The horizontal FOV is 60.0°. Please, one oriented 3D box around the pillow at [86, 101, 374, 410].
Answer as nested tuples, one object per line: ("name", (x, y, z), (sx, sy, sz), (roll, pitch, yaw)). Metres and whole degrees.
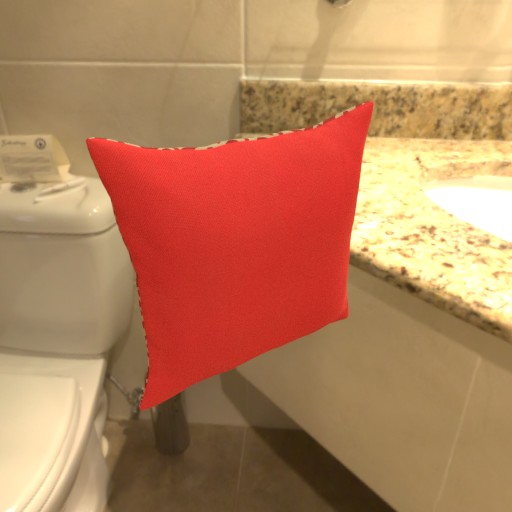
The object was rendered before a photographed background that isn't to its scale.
("pillow", (0.000, 0.000, 0.822), (0.522, 0.507, 0.192), (-17, 34, -28))
